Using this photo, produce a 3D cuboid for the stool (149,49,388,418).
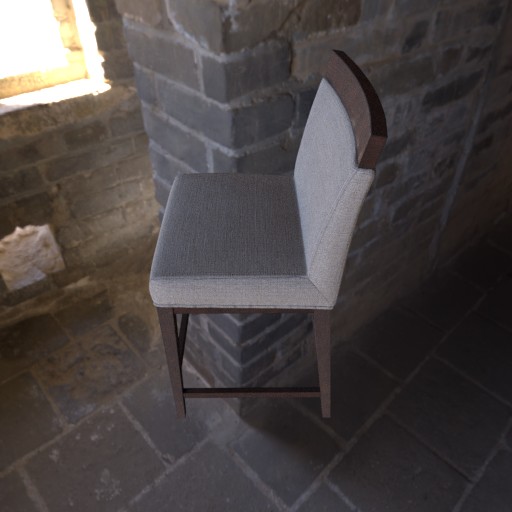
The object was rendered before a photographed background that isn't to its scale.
[{"bbox_3d":[0.000,0.000,1.312,0.531,1.009,0.512,0,41,0],"label":"stool"}]
